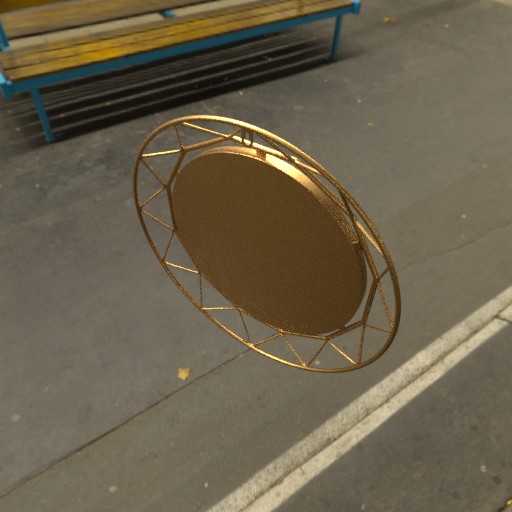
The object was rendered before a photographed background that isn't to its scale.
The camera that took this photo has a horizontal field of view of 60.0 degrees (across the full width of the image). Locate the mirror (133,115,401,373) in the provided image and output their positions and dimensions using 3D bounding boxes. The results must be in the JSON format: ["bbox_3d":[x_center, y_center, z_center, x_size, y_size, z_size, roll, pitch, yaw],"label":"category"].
[{"bbox_3d":[0.000,0.000,0.665,0.454,0.454,0.043,25,51,23],"label":"mirror"}]
